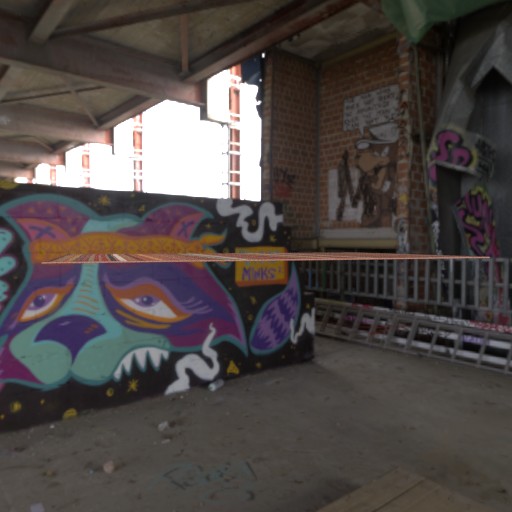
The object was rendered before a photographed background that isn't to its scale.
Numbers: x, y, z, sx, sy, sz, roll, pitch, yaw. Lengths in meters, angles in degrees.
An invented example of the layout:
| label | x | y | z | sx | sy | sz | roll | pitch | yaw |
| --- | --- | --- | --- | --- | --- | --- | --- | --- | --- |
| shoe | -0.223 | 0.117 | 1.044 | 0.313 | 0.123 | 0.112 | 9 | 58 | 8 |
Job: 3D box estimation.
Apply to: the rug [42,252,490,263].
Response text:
| label | x | y | z | sx | sy | sz | roll | pitch | yaw |
| --- | --- | --- | --- | --- | --- | --- | --- | --- | --- |
| rug | 0.000 | 0.000 | 2.970 | 2.438 | 0.008 | 1.523 | -1 | 2 | -19 |
